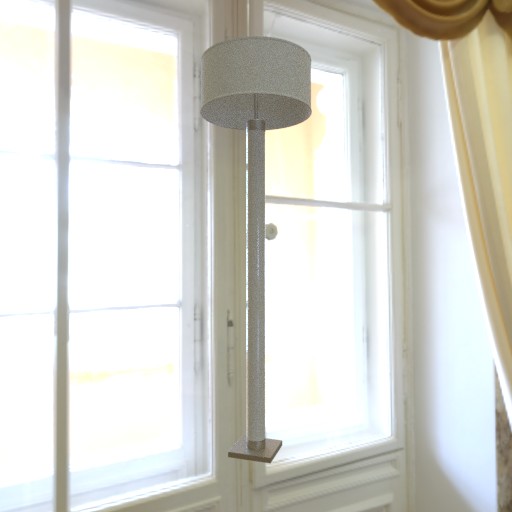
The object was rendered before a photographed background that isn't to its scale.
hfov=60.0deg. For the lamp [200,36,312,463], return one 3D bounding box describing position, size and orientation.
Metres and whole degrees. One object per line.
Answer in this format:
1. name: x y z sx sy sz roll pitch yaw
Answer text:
1. lamp: 0.000 0.000 1.674 0.420 1.475 0.420 0 -1 18
